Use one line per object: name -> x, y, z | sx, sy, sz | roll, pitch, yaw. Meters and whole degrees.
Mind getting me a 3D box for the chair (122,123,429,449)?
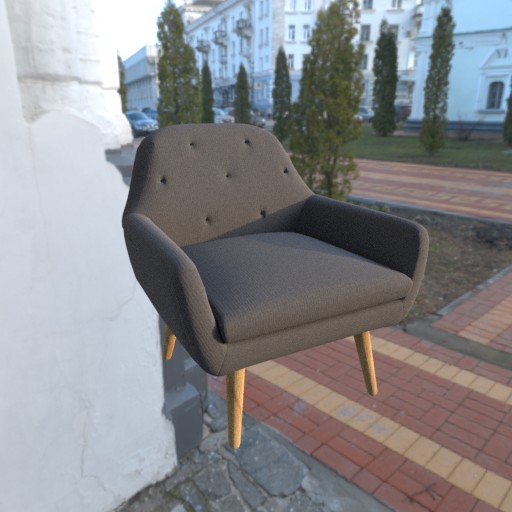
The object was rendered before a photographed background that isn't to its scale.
chair -> 0.000, 0.000, 1.426 | 0.770, 0.800, 0.779 | -10, 21, -27
